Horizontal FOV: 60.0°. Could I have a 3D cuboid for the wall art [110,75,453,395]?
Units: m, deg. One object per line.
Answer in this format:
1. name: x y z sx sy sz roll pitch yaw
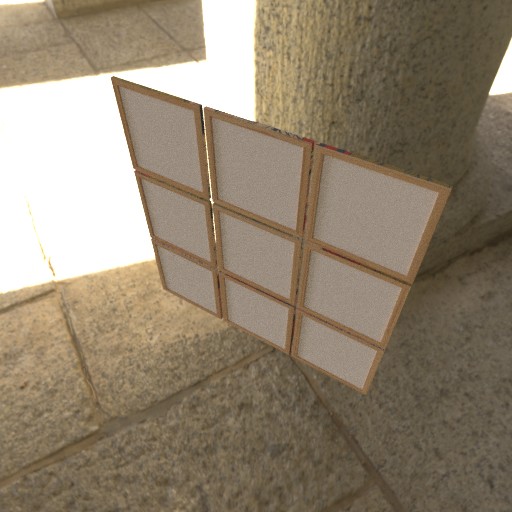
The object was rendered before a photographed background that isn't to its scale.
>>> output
1. wall art: 0.000 0.000 1.366 0.904 0.913 0.013 24 52 20
